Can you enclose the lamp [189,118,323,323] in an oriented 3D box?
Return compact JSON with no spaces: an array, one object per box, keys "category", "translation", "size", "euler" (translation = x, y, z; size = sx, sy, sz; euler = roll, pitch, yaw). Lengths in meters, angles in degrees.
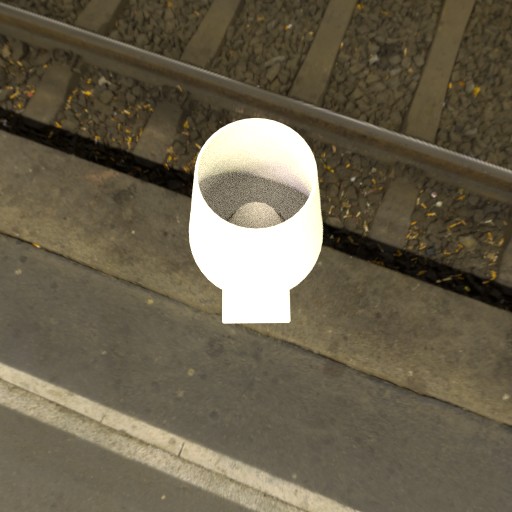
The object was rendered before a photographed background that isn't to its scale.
[{"category":"lamp","translation":[0.000,0.000,0.728],"size":[0.181,0.639,0.181],"euler":[-1,76,0]}]
